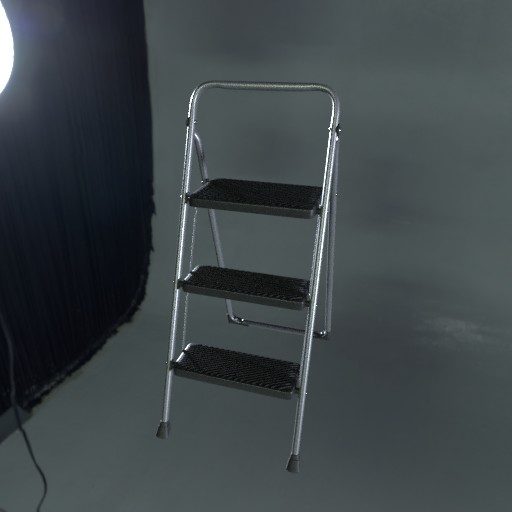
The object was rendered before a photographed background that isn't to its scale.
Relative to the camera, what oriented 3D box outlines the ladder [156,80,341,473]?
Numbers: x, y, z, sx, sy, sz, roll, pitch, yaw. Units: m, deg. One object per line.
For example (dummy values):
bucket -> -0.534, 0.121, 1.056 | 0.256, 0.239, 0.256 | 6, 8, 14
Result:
ladder -> 0.000, 0.000, 1.302 | 0.430, 0.945, 0.629 | 8, 27, 15
